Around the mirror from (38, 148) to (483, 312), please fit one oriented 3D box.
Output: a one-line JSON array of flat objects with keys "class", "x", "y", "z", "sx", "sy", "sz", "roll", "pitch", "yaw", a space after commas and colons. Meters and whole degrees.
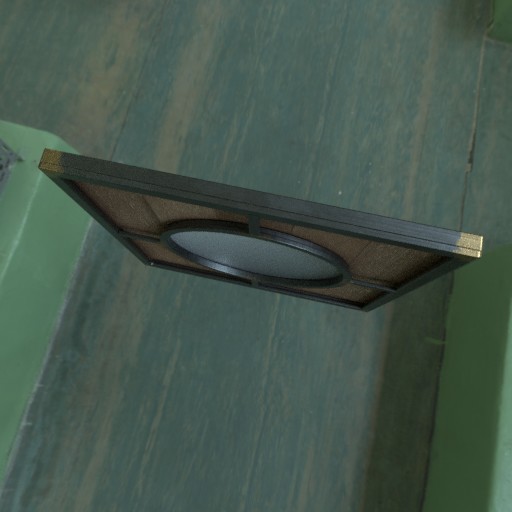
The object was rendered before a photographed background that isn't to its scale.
[{"class": "mirror", "x": 0.000, "y": 0.000, "z": 0.559, "sx": 0.382, "sy": 0.381, "sz": 0.020, "roll": 12, "pitch": 76, "yaw": 3}]
